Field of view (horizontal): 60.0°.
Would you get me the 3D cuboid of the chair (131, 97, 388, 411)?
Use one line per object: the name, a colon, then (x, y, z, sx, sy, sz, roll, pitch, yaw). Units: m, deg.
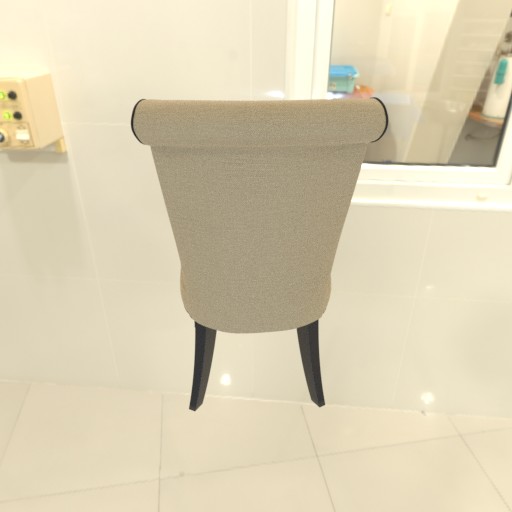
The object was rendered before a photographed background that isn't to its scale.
chair: (0.000, 0.000, 1.344, 0.522, 0.997, 0.623, -1, 30, -2)
